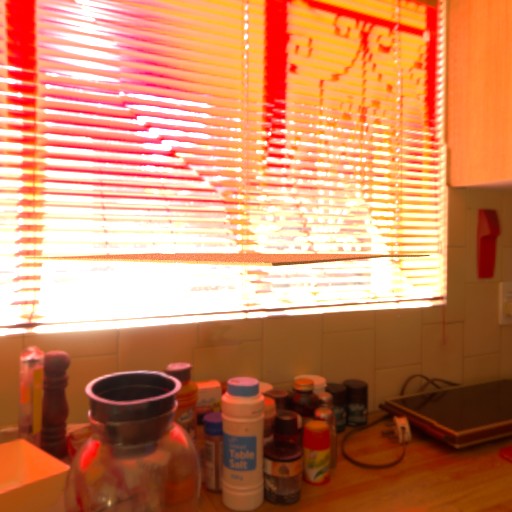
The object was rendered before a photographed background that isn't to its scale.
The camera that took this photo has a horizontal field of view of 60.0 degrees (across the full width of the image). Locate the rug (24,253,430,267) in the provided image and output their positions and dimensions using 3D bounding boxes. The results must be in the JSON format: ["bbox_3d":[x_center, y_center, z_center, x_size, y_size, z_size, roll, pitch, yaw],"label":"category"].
[{"bbox_3d":[0.000,0.000,4.247,2.434,0.045,3.202,1,1,35],"label":"rug"}]
